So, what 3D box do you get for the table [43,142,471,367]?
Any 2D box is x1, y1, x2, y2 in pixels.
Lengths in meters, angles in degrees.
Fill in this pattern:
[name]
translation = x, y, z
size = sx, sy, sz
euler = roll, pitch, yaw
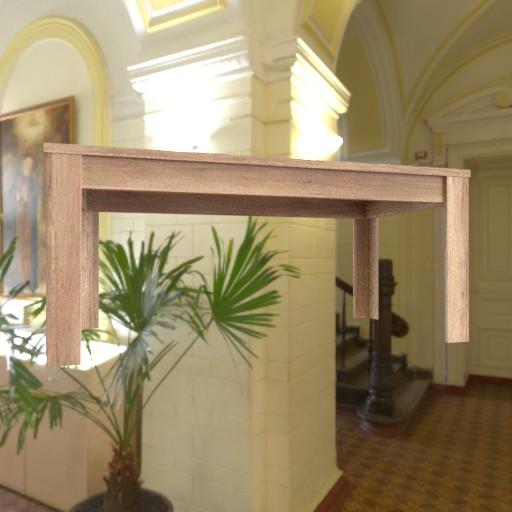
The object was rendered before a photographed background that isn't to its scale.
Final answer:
[table]
translation = 0.000, 0.000, 2.229
size = 1.800, 0.790, 0.900
euler = 0, 0, -16
